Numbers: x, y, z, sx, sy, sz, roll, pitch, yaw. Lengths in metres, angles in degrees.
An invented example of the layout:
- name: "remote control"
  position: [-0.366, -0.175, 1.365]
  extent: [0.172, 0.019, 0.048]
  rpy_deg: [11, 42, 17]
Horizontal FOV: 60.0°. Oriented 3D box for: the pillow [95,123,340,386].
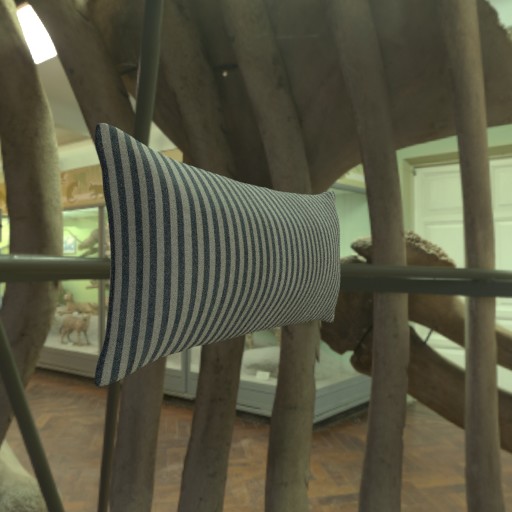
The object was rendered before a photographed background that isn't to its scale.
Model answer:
- name: "pillow"
  position: [0.000, 0.000, 0.741]
  extent: [0.151, 0.295, 0.617]
  rpy_deg: [0, -1, 35]
